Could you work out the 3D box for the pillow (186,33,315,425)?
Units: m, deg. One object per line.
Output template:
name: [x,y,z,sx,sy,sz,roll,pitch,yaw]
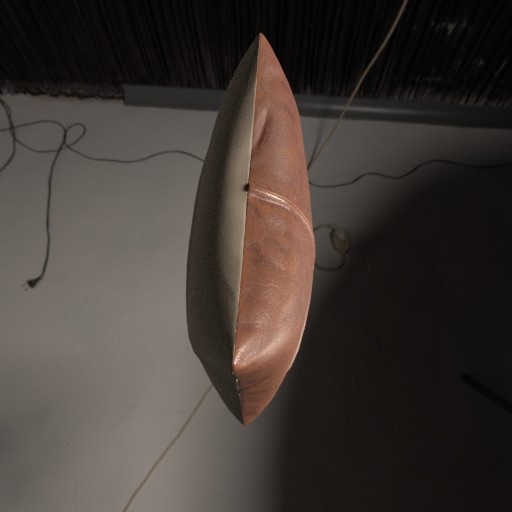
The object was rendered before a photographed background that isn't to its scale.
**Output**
pillow: [0.000,0.000,0.723,0.192,0.470,0.484,3,64,2]
